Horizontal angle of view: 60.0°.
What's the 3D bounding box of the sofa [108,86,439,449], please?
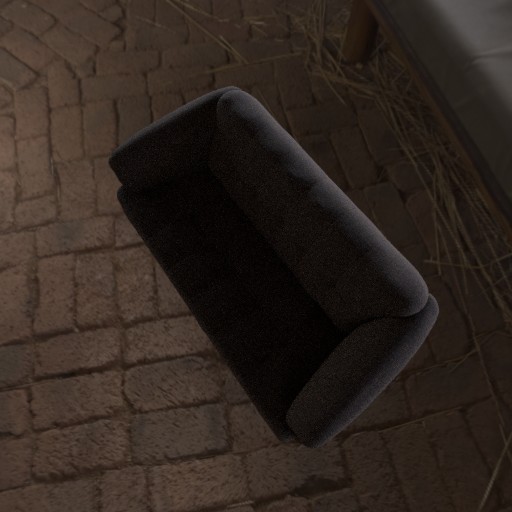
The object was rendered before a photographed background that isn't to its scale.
[{"bbox_3d":[0.000,0.000,2.368,0.887,0.790,1.849,-33,69,-14],"label":"sofa"}]
